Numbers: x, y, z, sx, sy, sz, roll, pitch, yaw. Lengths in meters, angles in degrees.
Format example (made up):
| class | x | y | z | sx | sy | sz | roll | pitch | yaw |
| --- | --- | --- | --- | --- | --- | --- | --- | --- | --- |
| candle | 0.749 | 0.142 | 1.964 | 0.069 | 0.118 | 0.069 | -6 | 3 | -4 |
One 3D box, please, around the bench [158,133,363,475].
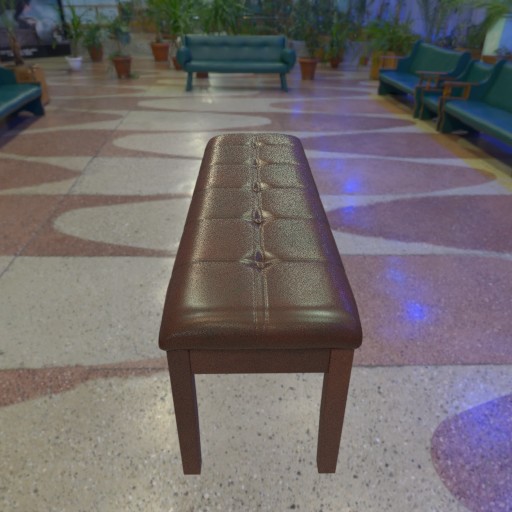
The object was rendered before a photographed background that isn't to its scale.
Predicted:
| class | x | y | z | sx | sy | sz | roll | pitch | yaw |
| --- | --- | --- | --- | --- | --- | --- | --- | --- | --- |
| bench | 0.000 | 0.000 | 1.468 | 0.401 | 0.491 | 1.259 | 0 | 31 | -1 |
